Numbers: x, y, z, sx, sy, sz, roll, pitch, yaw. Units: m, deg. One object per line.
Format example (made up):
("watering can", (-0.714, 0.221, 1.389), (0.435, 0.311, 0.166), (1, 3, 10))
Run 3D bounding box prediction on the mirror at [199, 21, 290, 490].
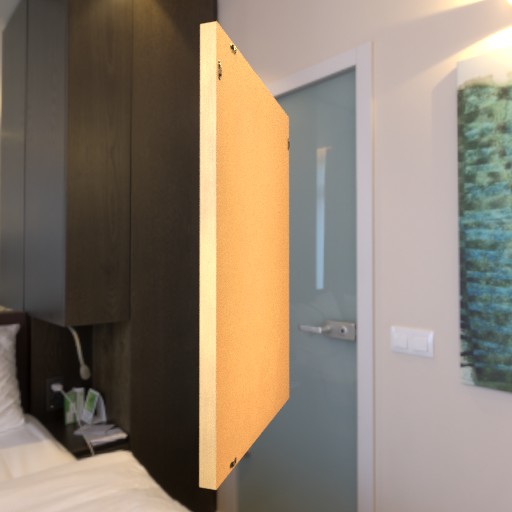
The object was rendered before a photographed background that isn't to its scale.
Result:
("mirror", (0.000, 0.000, 1.159), (0.041, 0.915, 0.609), (0, -1, 18))
